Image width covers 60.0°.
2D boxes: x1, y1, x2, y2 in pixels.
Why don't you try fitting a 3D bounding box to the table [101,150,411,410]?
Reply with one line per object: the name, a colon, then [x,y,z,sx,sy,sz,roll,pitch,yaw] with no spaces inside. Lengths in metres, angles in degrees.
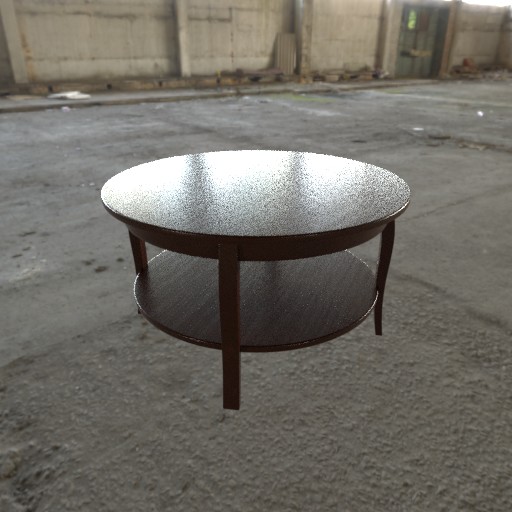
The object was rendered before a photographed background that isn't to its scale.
table: [0.000,0.000,1.472,0.911,0.512,0.911,0,25,0]
